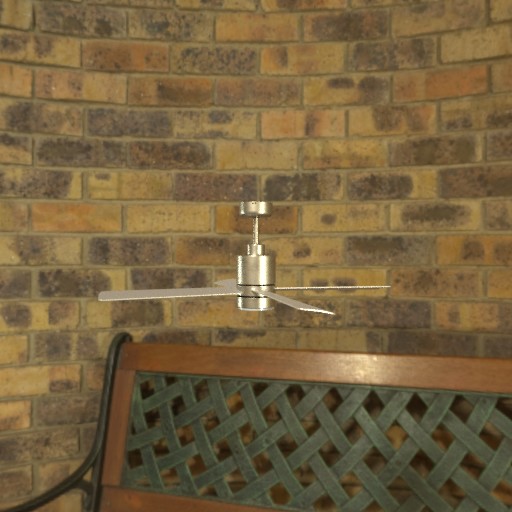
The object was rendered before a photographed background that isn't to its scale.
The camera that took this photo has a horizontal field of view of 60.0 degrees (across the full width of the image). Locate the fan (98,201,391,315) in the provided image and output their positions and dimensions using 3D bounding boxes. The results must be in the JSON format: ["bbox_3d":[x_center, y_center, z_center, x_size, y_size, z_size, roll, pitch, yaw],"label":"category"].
[{"bbox_3d":[0.000,0.000,2.277,1.525,0.539,1.525,0,1,-16],"label":"fan"}]
